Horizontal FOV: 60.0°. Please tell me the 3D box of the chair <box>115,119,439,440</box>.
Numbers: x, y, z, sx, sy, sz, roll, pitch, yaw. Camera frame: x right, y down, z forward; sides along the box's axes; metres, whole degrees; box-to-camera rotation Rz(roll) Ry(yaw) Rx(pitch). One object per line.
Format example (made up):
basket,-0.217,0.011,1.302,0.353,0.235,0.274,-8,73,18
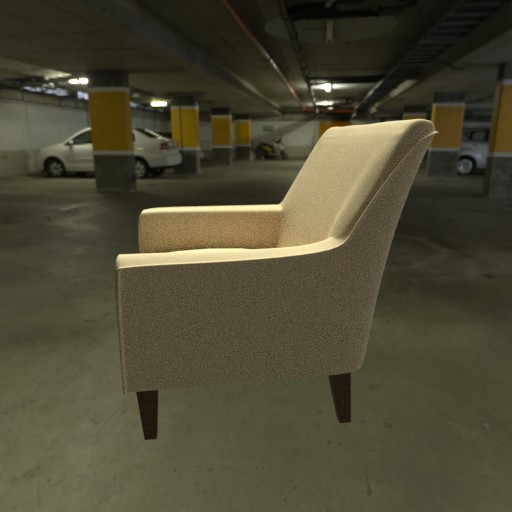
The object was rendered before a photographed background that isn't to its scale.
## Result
chair,0.000,0.000,1.599,0.899,0.919,0.780,-2,15,-9
